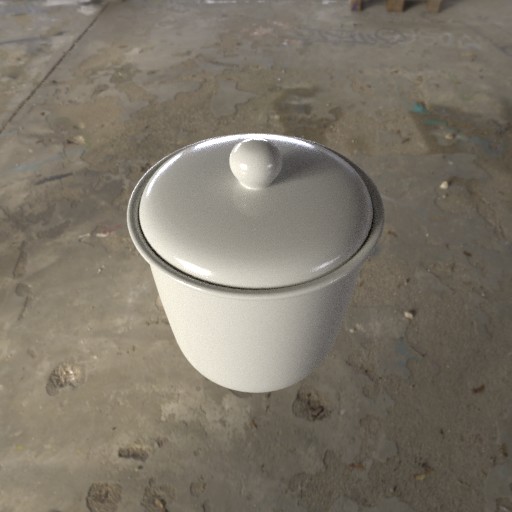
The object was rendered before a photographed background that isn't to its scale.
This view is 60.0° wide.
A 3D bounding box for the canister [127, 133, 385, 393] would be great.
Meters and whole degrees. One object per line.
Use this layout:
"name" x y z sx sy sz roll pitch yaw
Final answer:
"canister" 0.000 0.000 0.360 0.182 0.208 0.182 0 46 0
